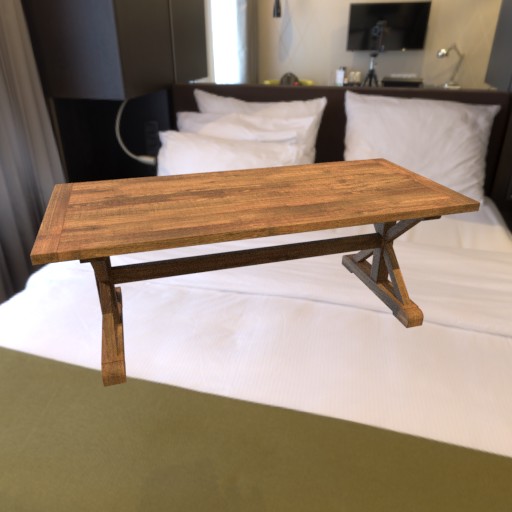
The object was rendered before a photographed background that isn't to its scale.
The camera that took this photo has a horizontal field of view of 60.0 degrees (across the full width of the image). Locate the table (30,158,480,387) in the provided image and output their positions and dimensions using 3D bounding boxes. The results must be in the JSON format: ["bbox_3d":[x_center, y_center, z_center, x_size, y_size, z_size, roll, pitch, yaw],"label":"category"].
[{"bbox_3d":[0.000,0.000,2.469,2.031,0.733,0.907,-8,28,-15],"label":"table"}]
